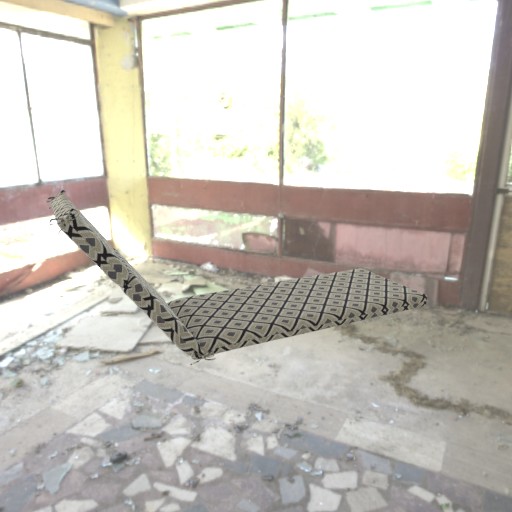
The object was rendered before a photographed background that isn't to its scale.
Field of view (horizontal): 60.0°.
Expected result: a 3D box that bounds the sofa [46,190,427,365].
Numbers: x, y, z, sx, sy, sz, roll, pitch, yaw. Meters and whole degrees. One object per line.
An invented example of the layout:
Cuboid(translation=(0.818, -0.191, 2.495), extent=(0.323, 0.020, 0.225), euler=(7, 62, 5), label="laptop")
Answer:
Cuboid(translation=(0.000, 0.000, 2.005), extent=(1.663, 0.622, 0.582), euler=(-8, 17, -25), label="sofa")
